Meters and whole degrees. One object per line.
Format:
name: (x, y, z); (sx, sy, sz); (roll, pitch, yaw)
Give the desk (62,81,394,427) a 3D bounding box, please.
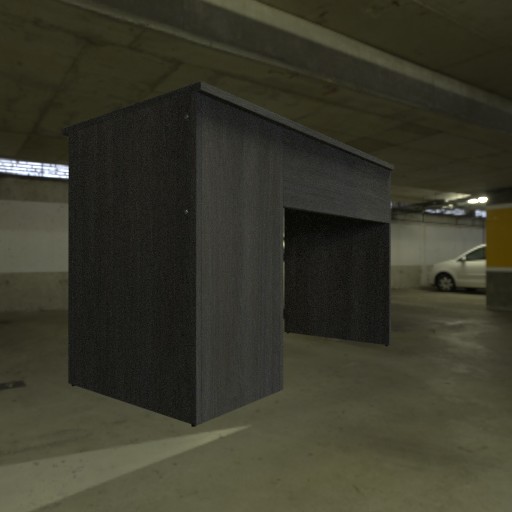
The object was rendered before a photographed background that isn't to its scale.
desk: (0.000, 0.000, 1.529); (0.560, 0.730, 1.096); (0, 0, 38)
